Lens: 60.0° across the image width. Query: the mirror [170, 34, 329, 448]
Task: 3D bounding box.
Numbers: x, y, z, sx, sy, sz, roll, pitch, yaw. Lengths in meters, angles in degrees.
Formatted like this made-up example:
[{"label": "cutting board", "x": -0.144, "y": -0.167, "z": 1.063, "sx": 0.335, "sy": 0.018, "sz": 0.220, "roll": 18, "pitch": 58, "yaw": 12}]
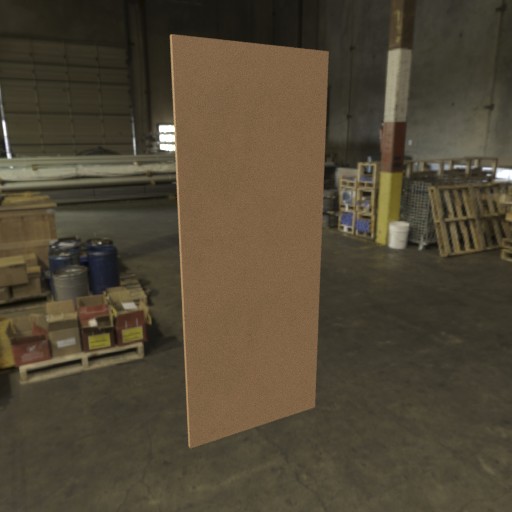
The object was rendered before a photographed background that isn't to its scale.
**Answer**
[{"label": "mirror", "x": 0.000, "y": 0.000, "z": 2.314, "sx": 0.812, "sy": 2.031, "sz": 0.026, "roll": -8, "pitch": 17, "yaw": -27}]
